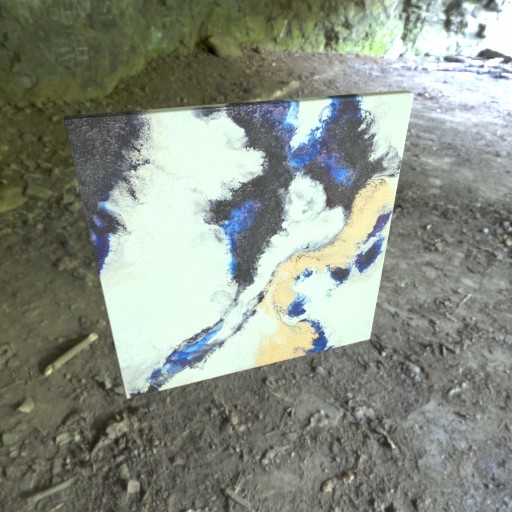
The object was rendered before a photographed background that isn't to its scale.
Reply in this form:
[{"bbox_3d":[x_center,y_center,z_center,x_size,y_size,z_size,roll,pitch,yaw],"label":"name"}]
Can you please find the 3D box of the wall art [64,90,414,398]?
[{"bbox_3d":[0.000,0.000,1.323,0.887,0.885,0.038,-10,33,-16],"label":"wall art"}]
